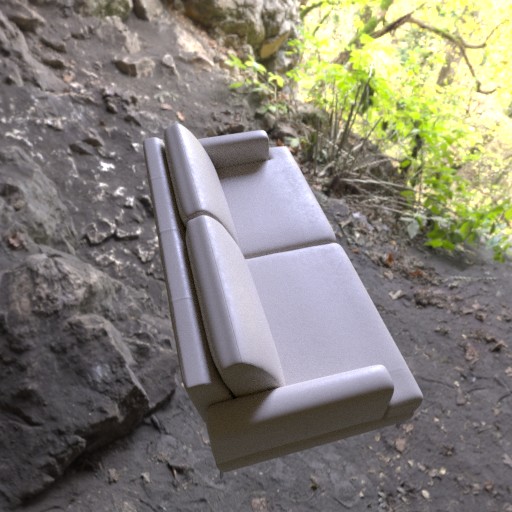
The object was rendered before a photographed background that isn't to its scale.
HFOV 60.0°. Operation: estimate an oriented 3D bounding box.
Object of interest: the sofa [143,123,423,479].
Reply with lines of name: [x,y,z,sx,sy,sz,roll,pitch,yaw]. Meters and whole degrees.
sofa: [0.000,0.000,2.395,0.974,0.765,1.940,-11,49,-10]
